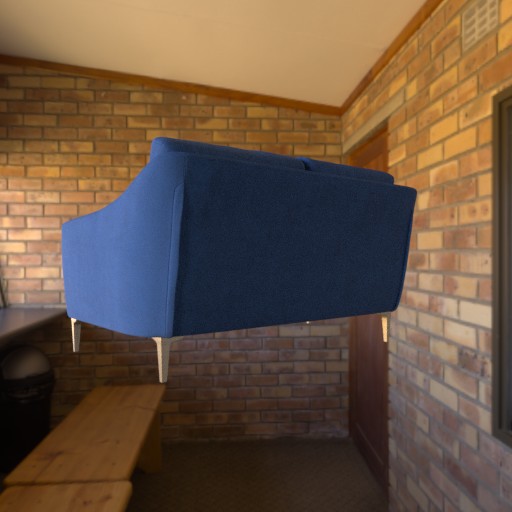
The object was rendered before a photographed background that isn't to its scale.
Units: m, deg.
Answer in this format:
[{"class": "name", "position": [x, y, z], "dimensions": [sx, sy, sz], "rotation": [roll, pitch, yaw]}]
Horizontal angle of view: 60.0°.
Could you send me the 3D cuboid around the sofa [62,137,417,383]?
[{"class": "sofa", "position": [0.000, 0.000, 2.204], "dimensions": [1.619, 0.902, 0.960], "rotation": [0, 0, -36]}]
